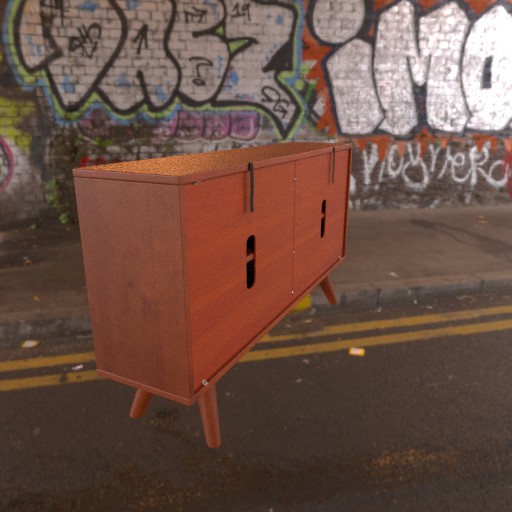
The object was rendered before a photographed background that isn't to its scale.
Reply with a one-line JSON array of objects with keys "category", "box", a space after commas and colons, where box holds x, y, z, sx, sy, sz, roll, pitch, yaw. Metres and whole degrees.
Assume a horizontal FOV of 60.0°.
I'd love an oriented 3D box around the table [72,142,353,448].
[{"category": "table", "box": [0.000, 0.000, 1.519, 0.308, 0.698, 1.220, 9, 19, 26]}]
